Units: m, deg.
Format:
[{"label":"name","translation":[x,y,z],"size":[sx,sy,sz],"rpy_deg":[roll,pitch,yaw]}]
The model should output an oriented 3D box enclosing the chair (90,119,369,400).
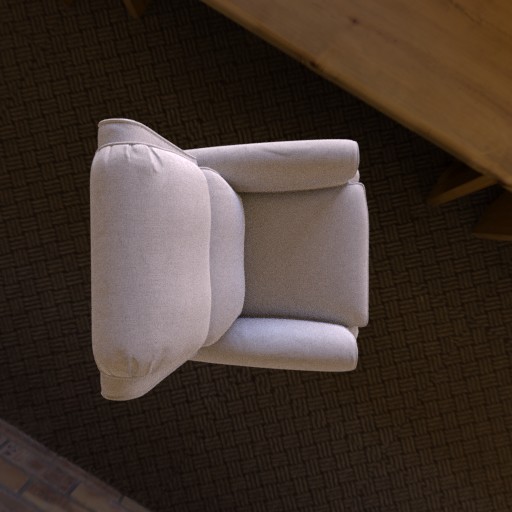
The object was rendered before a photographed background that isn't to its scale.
[{"label":"chair","translation":[0.000,0.000,1.684],"size":[0.919,1.046,0.859],"rpy_deg":[0,92,0]}]
